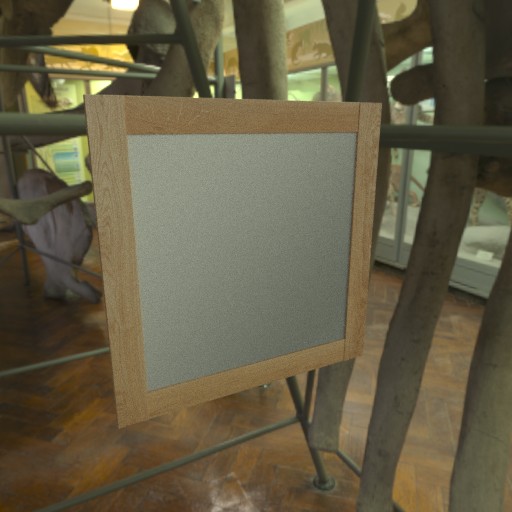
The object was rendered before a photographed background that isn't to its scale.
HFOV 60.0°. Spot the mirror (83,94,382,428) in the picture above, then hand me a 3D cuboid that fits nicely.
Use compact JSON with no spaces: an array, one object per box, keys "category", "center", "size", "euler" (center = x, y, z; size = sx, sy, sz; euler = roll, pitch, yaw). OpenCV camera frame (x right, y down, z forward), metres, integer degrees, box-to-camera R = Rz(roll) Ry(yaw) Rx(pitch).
[{"category":"mirror","center":[0.000,0.000,1.201],"size":[0.800,0.800,0.020],"euler":[-9,18,-27]}]
